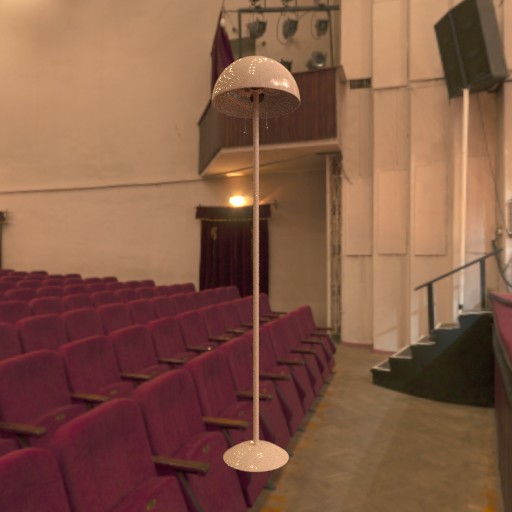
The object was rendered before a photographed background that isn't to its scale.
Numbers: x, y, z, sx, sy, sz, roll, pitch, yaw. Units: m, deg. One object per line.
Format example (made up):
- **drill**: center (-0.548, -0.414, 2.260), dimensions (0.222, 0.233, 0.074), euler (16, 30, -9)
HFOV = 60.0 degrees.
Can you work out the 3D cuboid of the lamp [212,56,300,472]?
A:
- **lamp**: center (0.000, 0.000, 1.646), dimensions (0.328, 1.480, 0.328), euler (0, -1, 17)
